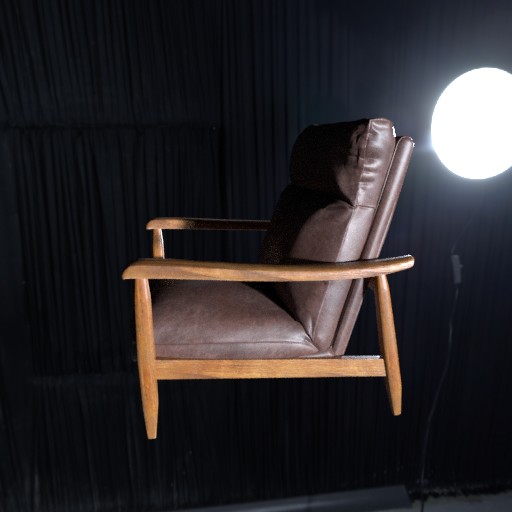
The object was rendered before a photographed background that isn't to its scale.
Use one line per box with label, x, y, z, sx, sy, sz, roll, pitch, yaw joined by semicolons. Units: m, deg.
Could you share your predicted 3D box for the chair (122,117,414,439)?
chair;0.000;0.000;1.540;0.830;0.897;0.782;-2;15;-8
